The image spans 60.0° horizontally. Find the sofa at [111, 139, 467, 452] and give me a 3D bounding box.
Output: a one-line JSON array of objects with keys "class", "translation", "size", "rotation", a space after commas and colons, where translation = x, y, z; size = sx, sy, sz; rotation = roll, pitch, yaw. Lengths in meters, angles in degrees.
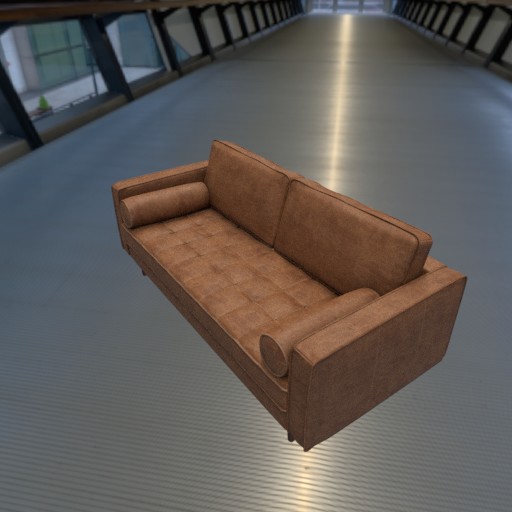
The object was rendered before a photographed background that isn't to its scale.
[{"class": "sofa", "translation": [0.000, 0.000, 2.433], "size": [0.924, 0.825, 1.920], "rotation": [-20, 37, -30]}]
